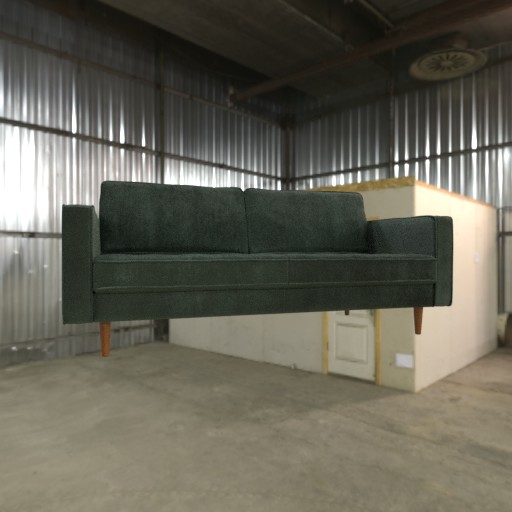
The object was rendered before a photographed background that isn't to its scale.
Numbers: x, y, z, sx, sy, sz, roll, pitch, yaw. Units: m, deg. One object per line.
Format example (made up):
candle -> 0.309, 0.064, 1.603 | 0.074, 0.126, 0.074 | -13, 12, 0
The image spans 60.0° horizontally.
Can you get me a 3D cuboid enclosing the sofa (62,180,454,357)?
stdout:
sofa -> 0.000, 0.000, 2.306 | 1.816, 0.781, 0.886 | 0, 1, -18
